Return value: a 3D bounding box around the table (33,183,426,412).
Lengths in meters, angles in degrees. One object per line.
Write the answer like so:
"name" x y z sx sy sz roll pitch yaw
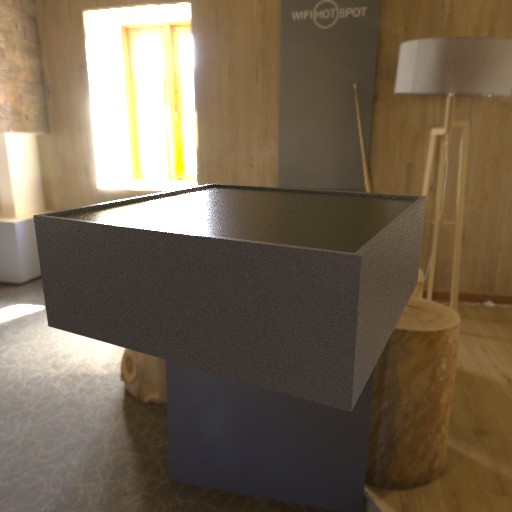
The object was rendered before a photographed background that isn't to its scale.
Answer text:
"table" 0.000 0.000 1.279 0.801 0.299 0.801 8 17 26
